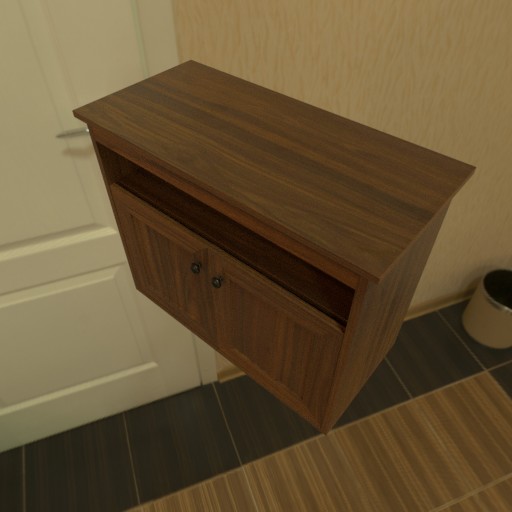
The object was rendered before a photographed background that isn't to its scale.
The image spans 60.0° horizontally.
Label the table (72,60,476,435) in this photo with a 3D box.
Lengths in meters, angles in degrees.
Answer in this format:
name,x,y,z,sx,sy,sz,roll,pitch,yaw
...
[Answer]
name,x,y,z,sx,sy,sz,roll,pitch,yaw
table,0.000,0.000,1.204,0.802,0.725,0.390,31,53,27
